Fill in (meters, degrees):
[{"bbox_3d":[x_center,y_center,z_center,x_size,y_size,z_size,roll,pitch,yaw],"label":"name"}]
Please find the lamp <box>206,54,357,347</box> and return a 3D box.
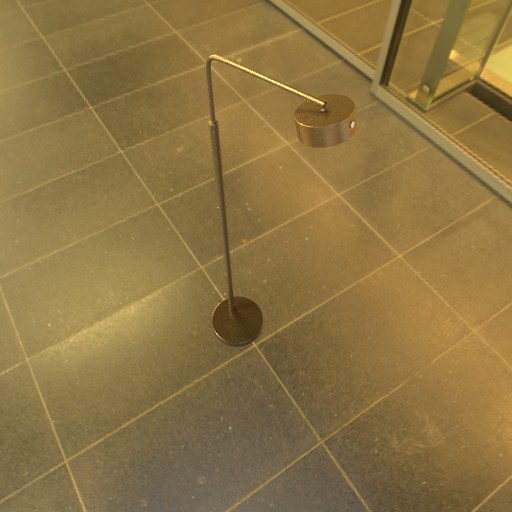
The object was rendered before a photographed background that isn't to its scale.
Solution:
[{"bbox_3d":[0.000,0.000,1.375,0.418,1.230,0.219,32,62,20],"label":"lamp"}]
